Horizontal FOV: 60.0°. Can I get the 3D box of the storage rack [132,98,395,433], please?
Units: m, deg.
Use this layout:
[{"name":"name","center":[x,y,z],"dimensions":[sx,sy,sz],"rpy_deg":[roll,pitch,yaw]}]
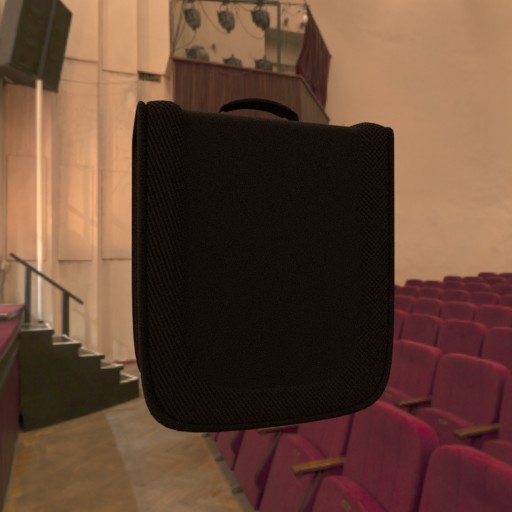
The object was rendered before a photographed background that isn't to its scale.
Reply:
[{"name":"storage rack","center":[0.000,0.000,0.559],"dimensions":[0.297,0.387,0.168],"rpy_deg":[0,-1,-18]}]
